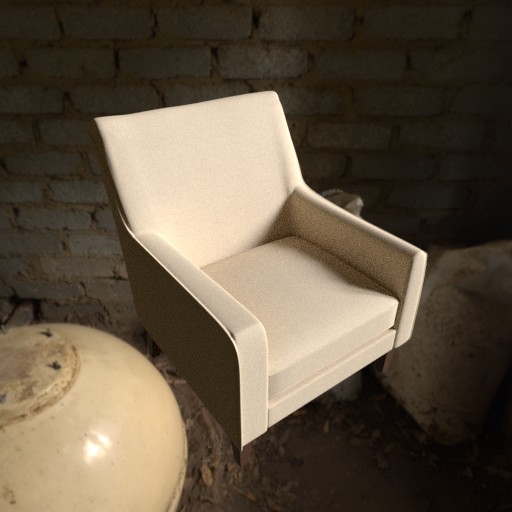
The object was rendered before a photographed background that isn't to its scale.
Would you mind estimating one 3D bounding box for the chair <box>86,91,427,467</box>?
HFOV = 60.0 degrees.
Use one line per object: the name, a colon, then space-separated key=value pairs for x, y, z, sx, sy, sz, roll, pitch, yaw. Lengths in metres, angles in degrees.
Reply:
chair: x=0.000 y=0.000 z=1.593 sx=0.780 sy=0.919 sz=0.899 roll=-21 pitch=38 yaw=-30
